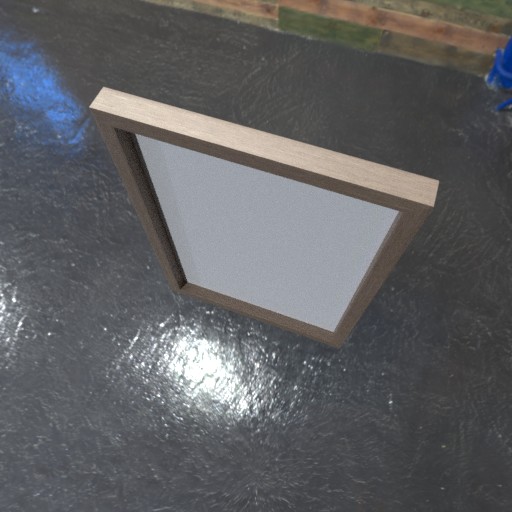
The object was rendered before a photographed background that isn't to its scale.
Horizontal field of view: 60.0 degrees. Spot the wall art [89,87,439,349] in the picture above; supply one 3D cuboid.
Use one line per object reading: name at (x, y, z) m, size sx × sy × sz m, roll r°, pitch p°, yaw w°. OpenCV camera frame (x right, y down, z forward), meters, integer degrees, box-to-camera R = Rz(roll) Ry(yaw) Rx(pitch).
wall art at (0.000, 0.000, 0.668) m, size 0.358 × 0.510 × 0.032 m, roll 18°, pitch 65°, yaw 9°
